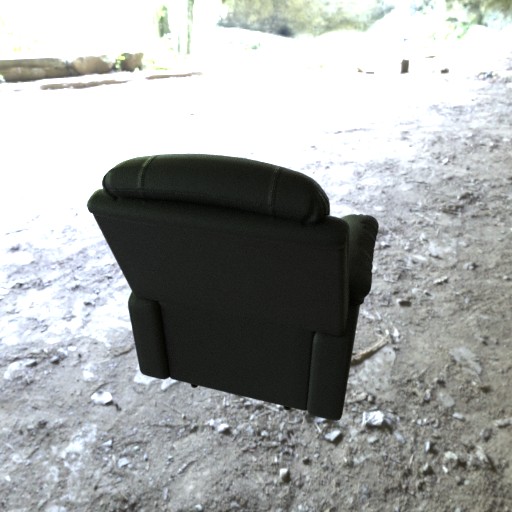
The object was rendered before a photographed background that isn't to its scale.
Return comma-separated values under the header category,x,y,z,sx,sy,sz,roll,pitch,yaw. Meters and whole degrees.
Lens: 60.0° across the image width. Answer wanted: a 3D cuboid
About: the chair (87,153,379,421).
category,x,y,z,sx,sy,sz,roll,pitch,yaw
chair,0.000,0.000,1.657,0.855,0.992,0.919,9,32,14
